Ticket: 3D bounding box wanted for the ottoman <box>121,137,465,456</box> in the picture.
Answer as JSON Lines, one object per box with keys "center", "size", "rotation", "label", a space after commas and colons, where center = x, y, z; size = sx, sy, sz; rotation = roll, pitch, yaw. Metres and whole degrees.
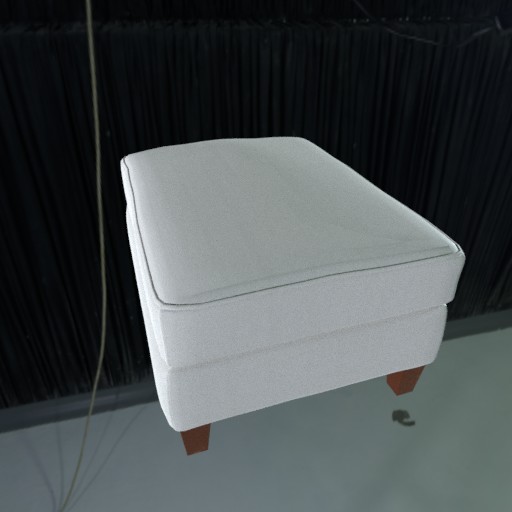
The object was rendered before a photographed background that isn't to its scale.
{"center": [0.000, 0.000, 1.199], "size": [0.634, 0.479, 0.818], "rotation": [-10, 33, -16], "label": "ottoman"}
